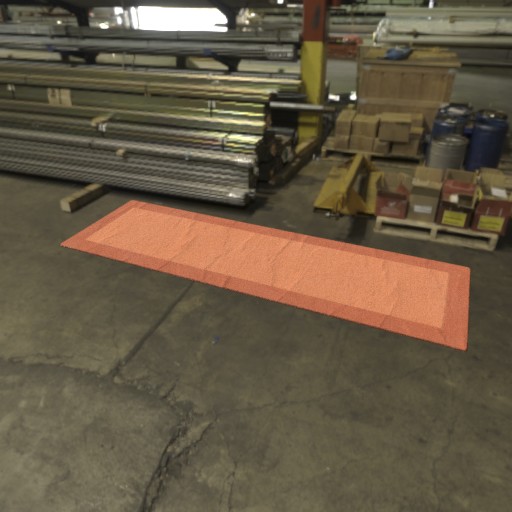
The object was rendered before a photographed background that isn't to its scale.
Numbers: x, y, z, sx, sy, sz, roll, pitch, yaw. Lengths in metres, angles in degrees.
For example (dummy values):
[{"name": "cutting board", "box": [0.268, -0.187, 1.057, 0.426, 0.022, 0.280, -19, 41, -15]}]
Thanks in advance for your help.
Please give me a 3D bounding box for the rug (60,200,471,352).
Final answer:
[{"name": "rug", "box": [0.000, 0.000, 2.723, 2.471, 0.013, 0.914, 11, 33, 17]}]
